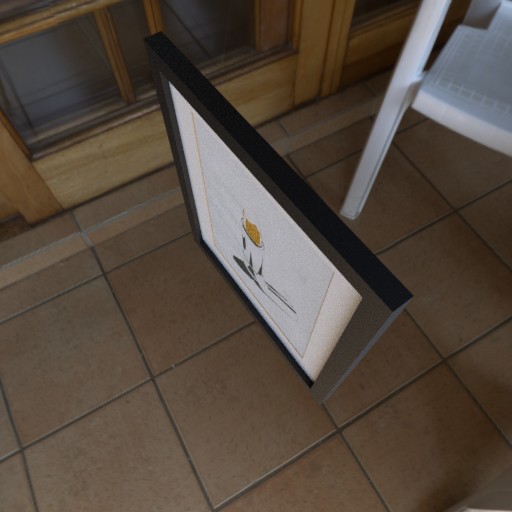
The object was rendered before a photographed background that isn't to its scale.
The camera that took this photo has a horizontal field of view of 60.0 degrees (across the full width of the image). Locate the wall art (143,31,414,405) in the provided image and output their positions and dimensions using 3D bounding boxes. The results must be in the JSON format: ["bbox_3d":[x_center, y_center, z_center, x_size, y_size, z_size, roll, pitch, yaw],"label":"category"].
[{"bbox_3d":[0.000,0.000,0.521,0.019,0.381,0.330,-33,67,-16],"label":"wall art"}]
